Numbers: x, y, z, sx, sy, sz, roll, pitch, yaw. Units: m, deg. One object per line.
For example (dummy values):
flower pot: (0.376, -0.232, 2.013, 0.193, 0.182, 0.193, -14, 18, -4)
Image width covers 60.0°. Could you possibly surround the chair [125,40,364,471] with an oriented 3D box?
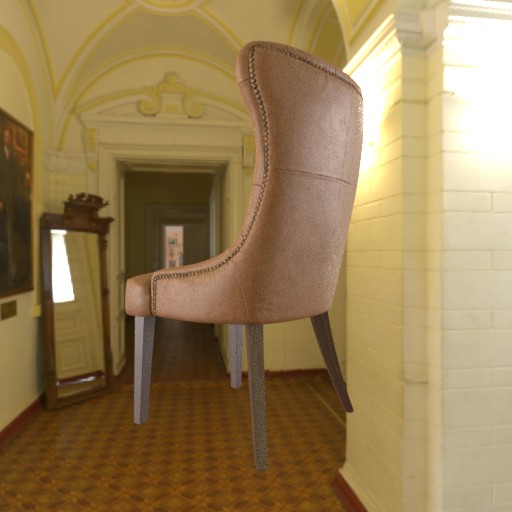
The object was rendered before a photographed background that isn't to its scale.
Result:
chair: (0.000, 0.000, 1.434, 0.669, 1.065, 0.611, 0, 0, 37)
